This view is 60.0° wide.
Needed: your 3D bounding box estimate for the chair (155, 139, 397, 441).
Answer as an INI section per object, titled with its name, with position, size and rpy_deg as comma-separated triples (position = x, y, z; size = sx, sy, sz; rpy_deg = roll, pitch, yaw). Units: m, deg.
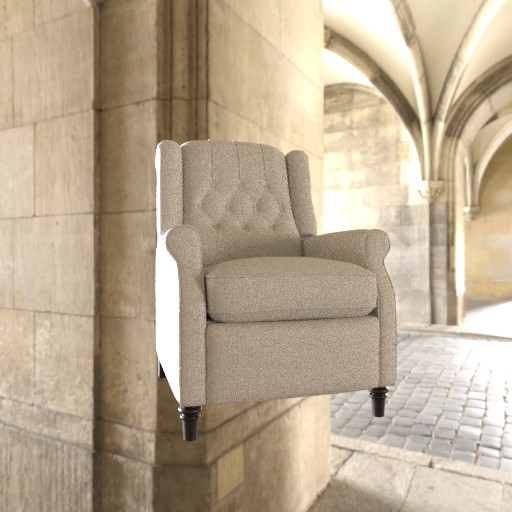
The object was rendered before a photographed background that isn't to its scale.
[chair]
position = 0.000, 0.000, 1.673
size = 0.742, 1.035, 0.902
rpy_deg = 0, 0, -17
